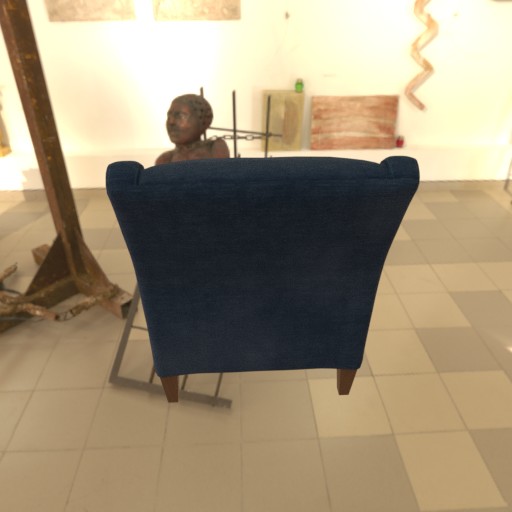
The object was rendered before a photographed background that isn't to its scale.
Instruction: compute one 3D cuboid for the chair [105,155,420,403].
[{"bbox_3d":[0.000,0.000,1.648,0.774,1.014,0.870,-2,32,-3],"label":"chair"}]
